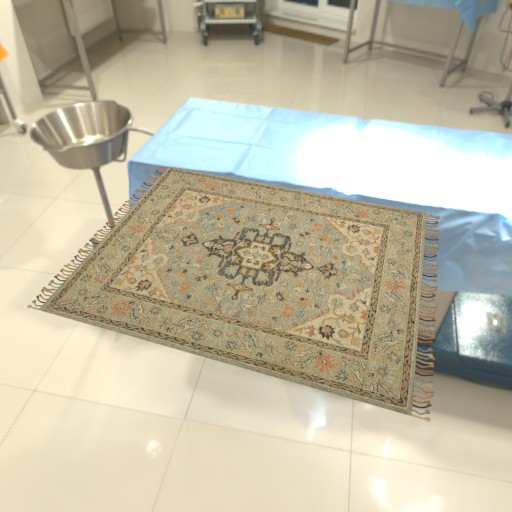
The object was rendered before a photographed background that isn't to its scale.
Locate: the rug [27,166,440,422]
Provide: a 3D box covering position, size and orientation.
[{"bbox_3d":[0.000,0.000,2.209,1.730,0.009,1.278,12,43,13],"label":"rug"}]
